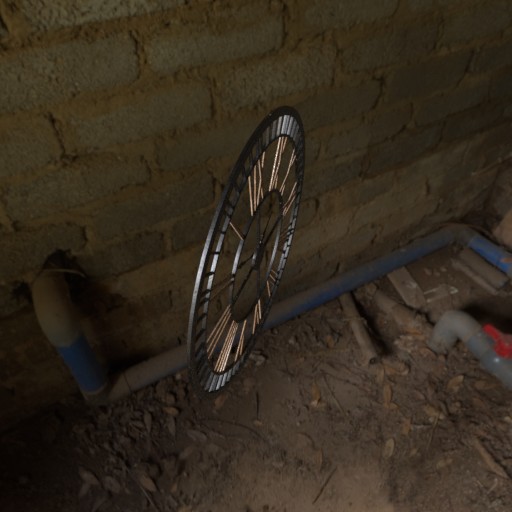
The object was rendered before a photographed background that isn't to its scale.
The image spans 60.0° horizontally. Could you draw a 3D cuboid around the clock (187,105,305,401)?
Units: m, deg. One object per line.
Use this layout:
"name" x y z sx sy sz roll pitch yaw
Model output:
"clock" 0.000 0.000 1.288 0.025 0.843 0.843 16 49 15
